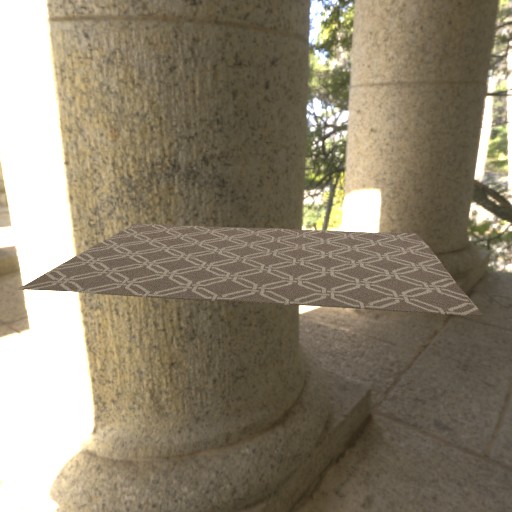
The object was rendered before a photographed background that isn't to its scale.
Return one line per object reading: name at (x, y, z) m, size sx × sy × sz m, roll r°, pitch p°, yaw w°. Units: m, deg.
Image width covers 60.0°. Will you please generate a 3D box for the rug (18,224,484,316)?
rug at (0.000, 0.000, 2.162) m, size 1.748 × 0.010 × 1.142 m, roll 2°, pitch 17°, yaw 8°
